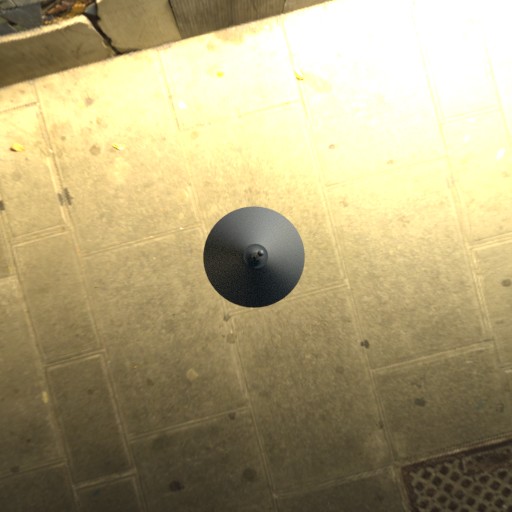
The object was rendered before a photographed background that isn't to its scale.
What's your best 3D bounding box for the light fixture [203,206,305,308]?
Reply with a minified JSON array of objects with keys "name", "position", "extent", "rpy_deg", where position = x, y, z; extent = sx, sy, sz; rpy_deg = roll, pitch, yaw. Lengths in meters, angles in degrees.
[{"name":"light fixture","position":[0.000,0.000,0.834],"extent":[0.267,0.683,0.267],"rpy_deg":[0,90,-1]}]
